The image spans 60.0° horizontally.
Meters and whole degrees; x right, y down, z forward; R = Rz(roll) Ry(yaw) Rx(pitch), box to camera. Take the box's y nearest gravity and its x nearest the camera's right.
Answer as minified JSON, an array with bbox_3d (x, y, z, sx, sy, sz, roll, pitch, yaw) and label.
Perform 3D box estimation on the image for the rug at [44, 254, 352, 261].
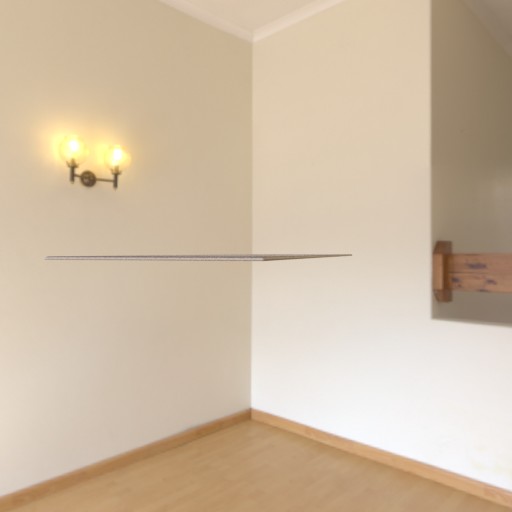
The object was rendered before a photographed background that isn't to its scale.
[{"bbox_3d":[0.000,0.000,2.648,0.864,0.012,2.388,0,0,19],"label":"rug"}]
